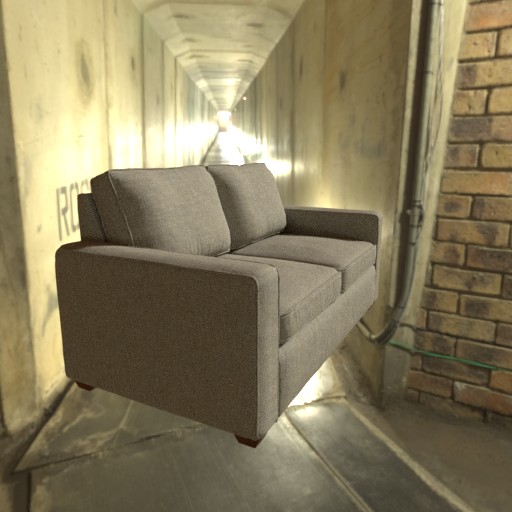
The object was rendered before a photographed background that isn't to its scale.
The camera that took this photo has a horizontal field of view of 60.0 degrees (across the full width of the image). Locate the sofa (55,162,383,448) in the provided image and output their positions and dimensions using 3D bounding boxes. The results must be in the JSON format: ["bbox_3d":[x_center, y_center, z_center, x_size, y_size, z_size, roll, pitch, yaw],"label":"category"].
[{"bbox_3d":[0.000,0.000,2.277,0.945,0.915,1.706,7,15,27],"label":"sofa"}]
